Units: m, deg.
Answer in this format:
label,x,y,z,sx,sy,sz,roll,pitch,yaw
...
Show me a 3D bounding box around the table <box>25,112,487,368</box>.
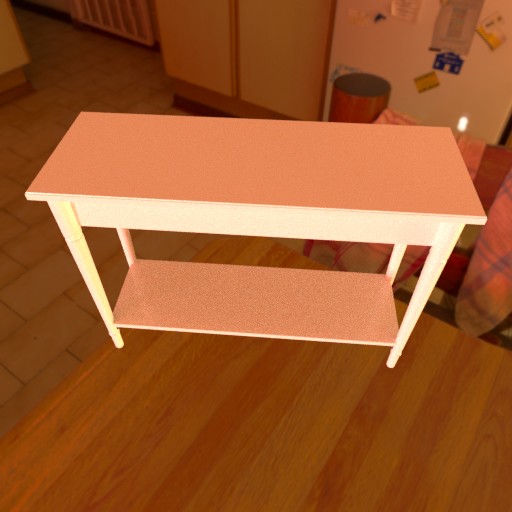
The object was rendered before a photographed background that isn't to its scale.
label,x,y,z,sx,sy,sz,roll,pitch,yaw
table,0.000,0.000,1.418,1.067,0.749,0.381,3,47,3
